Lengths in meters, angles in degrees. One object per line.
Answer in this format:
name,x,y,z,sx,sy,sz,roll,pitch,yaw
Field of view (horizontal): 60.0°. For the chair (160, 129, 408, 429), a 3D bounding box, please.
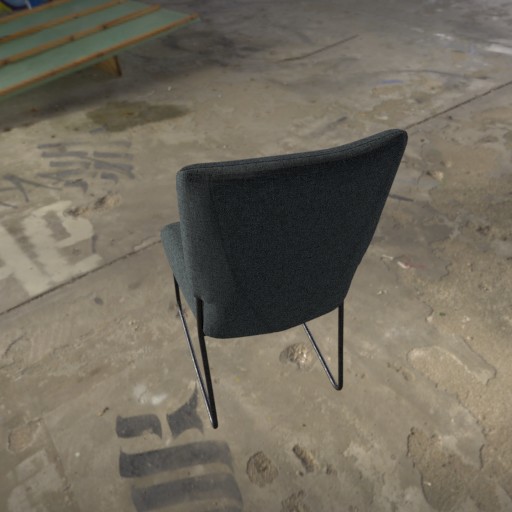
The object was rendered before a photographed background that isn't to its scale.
chair,0.000,0.000,1.264,0.480,0.931,0.635,-12,43,-14
